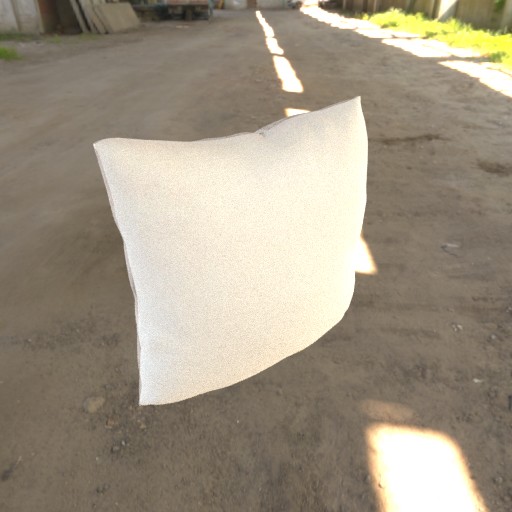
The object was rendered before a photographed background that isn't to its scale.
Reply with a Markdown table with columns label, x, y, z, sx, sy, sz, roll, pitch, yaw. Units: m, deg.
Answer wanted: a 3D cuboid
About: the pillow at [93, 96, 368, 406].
| label | x | y | z | sx | sy | sz | roll | pitch | yaw |
| --- | --- | --- | --- | --- | --- | --- | --- | --- | --- |
| pillow | 0.000 | 0.000 | 0.719 | 0.450 | 0.448 | 0.245 | -19 | 36 | -29 |
